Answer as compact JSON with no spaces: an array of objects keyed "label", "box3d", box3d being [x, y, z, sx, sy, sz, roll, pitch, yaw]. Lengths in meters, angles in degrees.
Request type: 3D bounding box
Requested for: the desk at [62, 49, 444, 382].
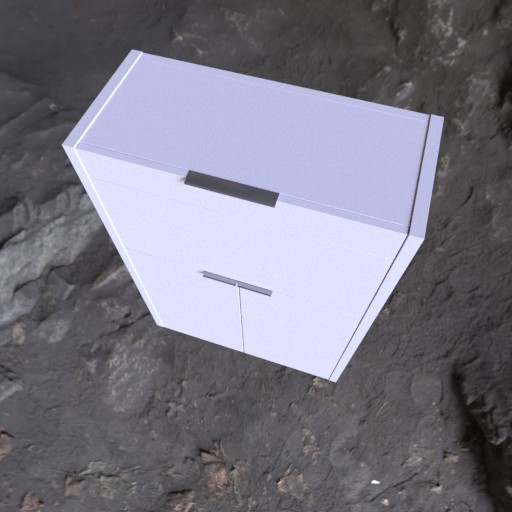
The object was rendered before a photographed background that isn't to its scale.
[{"label":"desk","box3d":[0.000,0.000,1.584,0.850,1.190,0.390,16,61,9]}]
